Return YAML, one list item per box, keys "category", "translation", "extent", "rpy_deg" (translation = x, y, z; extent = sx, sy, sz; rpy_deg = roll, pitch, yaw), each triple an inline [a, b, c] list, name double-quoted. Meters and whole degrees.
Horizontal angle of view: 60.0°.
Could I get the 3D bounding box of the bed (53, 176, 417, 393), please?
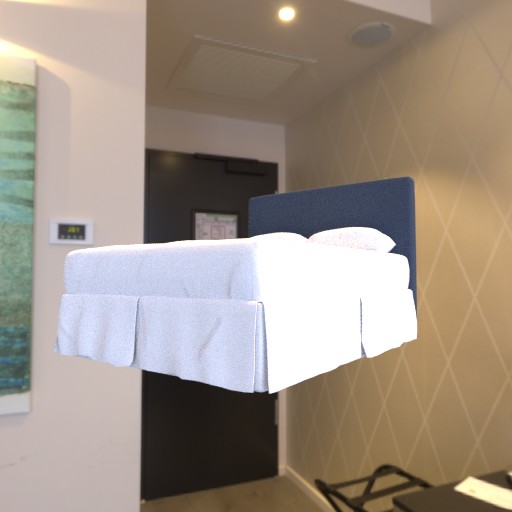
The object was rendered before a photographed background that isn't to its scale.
- category: "bed"
  translation: [0.000, 0.000, 3.195]
  extent: [1.713, 1.330, 2.162]
  rpy_deg: [-2, -4, 37]
